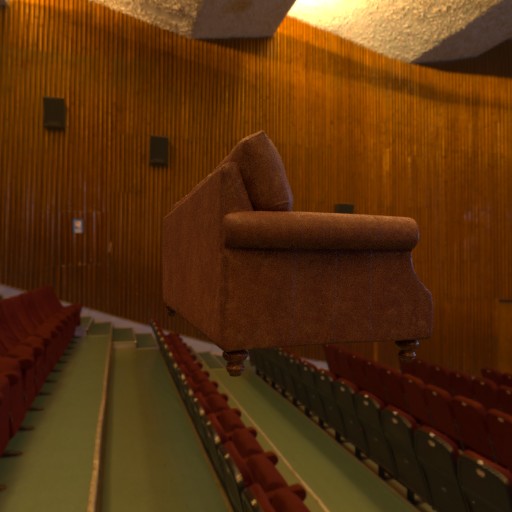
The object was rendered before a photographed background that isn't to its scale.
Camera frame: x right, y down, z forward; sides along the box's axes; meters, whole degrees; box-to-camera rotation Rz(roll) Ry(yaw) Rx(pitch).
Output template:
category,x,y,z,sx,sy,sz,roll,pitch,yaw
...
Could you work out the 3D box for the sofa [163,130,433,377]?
category,x,y,z,sx,sy,sz,roll,pitch,yaw
sofa,0.000,0.000,2.846,0.973,0.977,2.351,0,-1,-18
